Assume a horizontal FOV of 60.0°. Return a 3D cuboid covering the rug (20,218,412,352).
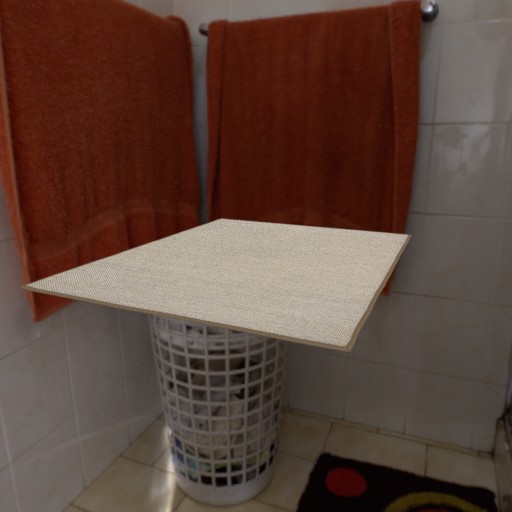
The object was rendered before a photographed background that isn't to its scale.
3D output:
[{"bbox_3d":[0.000,0.000,4.049,2.413,0.020,3.041,7,17,24],"label":"rug"}]
